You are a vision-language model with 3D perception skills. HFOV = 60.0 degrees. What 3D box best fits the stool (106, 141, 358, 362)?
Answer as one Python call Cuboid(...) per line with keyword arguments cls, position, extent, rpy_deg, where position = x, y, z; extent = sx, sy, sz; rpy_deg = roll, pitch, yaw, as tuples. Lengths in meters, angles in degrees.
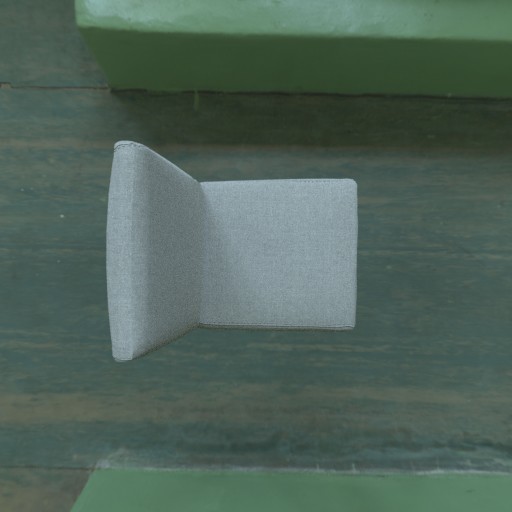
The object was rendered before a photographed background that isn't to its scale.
Cuboid(cls="stool", position=(0.000, 0.000, 1.374), extent=(0.570, 1.088, 0.439), rpy_deg=(0, 89, 0))
